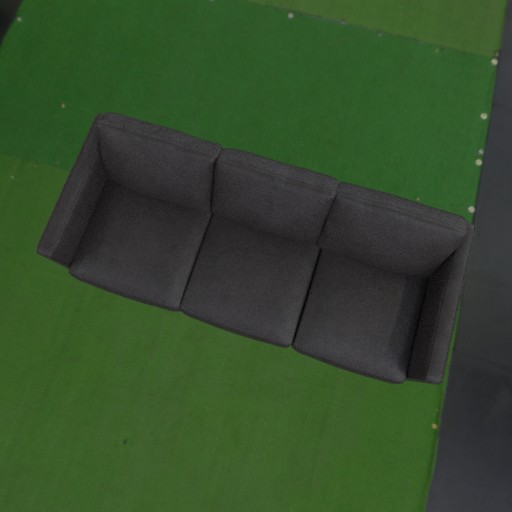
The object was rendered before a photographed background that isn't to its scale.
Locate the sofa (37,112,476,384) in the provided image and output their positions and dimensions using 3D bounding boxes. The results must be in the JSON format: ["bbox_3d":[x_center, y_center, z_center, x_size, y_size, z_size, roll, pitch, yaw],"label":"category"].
[{"bbox_3d":[0.000,0.000,2.915,2.464,1.006,1.045,18,77,4],"label":"sofa"}]
